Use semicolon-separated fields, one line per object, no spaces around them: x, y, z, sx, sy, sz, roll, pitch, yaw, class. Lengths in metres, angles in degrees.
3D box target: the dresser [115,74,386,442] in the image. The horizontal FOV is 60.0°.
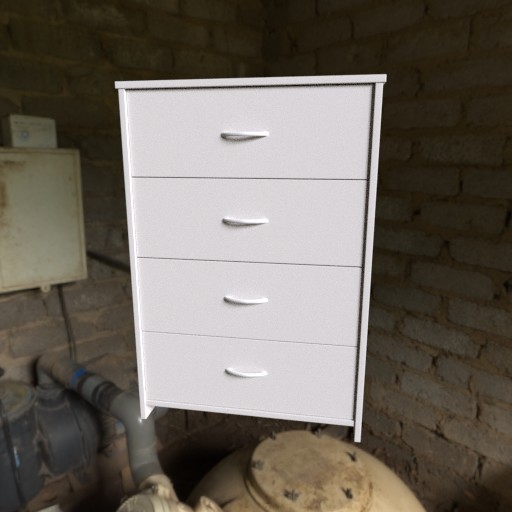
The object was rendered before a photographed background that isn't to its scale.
0.000;0.000;1.427;0.704;1.021;0.401;2;14;10;dresser
